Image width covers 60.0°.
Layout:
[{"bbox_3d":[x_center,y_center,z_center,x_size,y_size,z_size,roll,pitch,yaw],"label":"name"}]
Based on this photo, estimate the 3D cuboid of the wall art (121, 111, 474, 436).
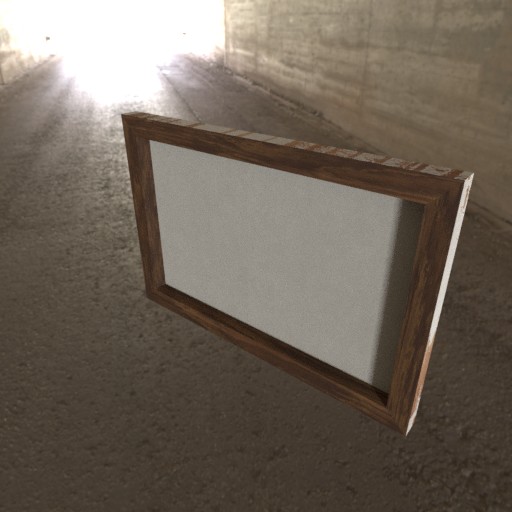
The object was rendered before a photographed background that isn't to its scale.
[{"bbox_3d":[0.000,0.000,0.757,0.609,0.405,0.035,21,34,33],"label":"wall art"}]
